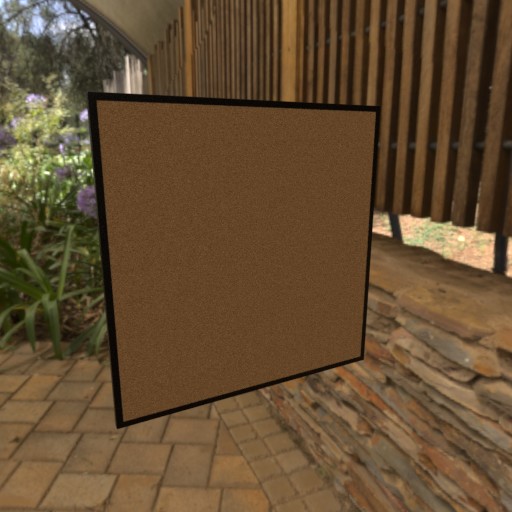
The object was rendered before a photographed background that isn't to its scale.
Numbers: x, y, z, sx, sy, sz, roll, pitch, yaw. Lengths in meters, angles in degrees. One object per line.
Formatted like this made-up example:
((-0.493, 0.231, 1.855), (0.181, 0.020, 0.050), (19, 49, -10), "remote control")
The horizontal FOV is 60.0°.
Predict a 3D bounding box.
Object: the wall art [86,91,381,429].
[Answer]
((0.000, 0.000, 0.688), (0.457, 0.458, 0.012), (-7, 16, -27), "wall art")
